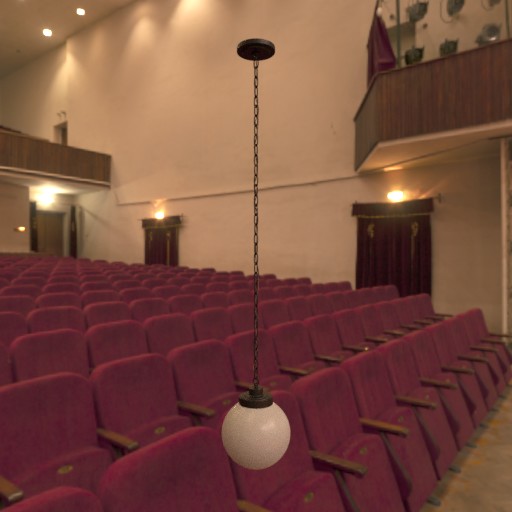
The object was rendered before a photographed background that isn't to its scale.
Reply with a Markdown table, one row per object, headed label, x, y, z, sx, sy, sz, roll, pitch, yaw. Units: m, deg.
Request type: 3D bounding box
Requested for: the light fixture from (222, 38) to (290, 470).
| label | x | y | z | sx | sy | sz | roll | pitch | yaw |
| --- | --- | --- | --- | --- | --- | --- | --- | --- | --- |
| light fixture | 0.000 | 0.000 | 1.979 | 0.305 | 1.867 | 0.304 | 0 | -1 | 37 |
